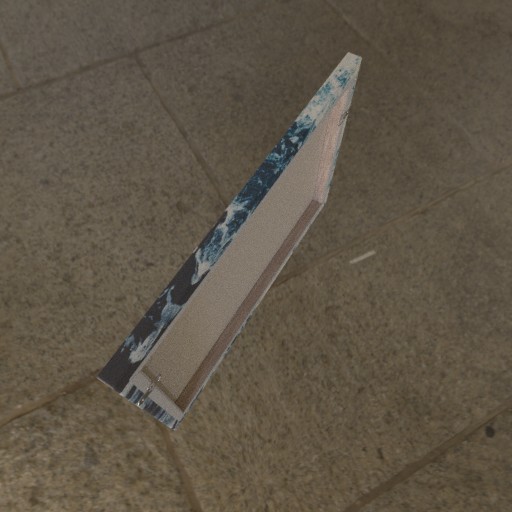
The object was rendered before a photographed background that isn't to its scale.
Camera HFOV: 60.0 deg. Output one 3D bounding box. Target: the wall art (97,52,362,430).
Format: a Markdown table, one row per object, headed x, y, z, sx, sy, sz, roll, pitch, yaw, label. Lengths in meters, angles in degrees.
| x | y | z | sx | sy | sz | roll | pitch | yaw | label |
| --- | --- | --- | --- | --- | --- | --- | --- | --- | --- |
| 0.000 | 0.000 | 1.159 | 0.042 | 0.610 | 0.915 | 29 | 66 | 14 | wall art |
